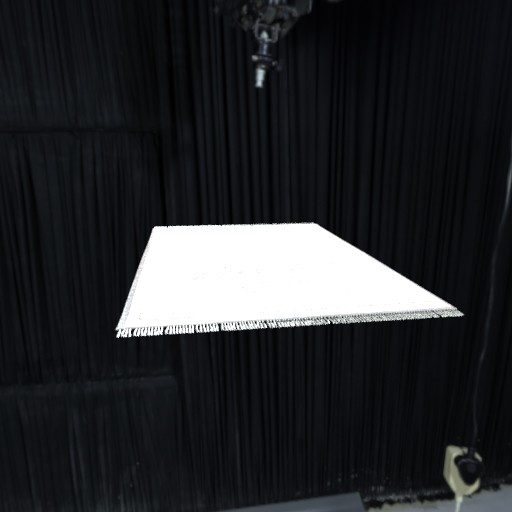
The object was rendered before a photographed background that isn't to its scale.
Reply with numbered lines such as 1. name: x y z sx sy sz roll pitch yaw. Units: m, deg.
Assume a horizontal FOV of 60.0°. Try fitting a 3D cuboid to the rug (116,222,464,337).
1. rug: 0.000 0.000 3.027 1.528 0.010 2.440 -2 14 -9
